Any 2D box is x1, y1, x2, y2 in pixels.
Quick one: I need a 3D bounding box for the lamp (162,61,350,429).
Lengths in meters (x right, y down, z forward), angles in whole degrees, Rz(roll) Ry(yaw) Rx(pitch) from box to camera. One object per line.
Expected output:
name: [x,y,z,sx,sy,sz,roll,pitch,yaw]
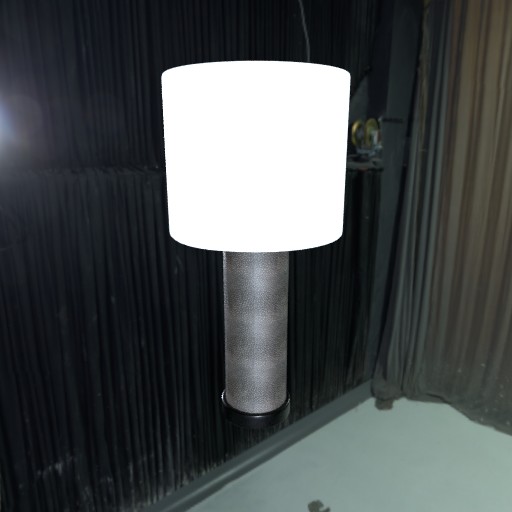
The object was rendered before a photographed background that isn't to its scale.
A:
lamp: [0.000,0.000,0.811,0.305,0.634,0.305,14,21,43]
